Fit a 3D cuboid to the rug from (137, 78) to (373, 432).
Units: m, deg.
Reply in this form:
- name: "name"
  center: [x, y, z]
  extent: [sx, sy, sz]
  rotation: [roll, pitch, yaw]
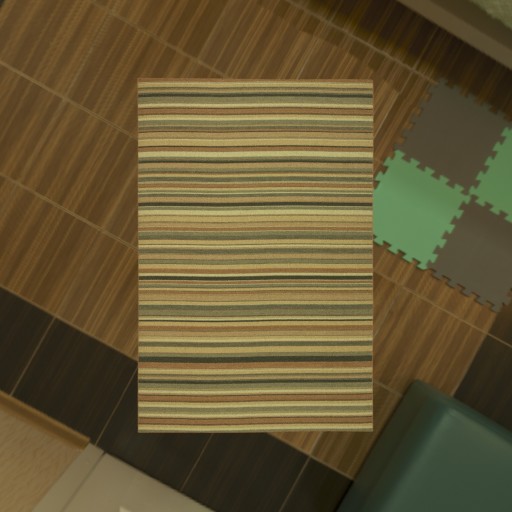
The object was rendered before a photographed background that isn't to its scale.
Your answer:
- name: "rug"
  center: [0.000, 0.000, 2.294]
  extent: [1.219, 0.008, 1.829]
  rotation: [0, 90, -1]
